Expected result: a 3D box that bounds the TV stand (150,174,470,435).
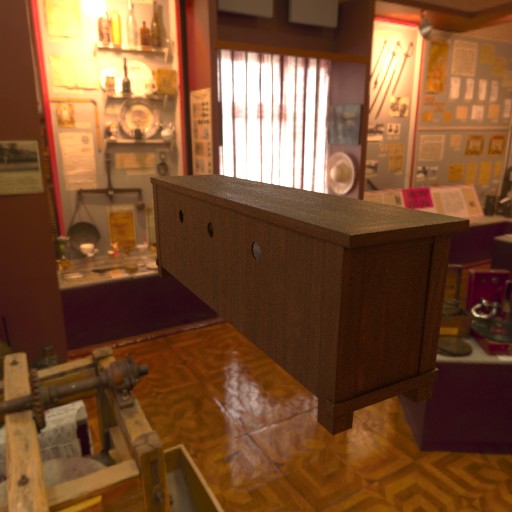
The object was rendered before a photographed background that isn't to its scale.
[{"bbox_3d":[0.000,0.000,2.099,0.471,0.615,1.866,-8,17,-27],"label":"TV stand"}]
